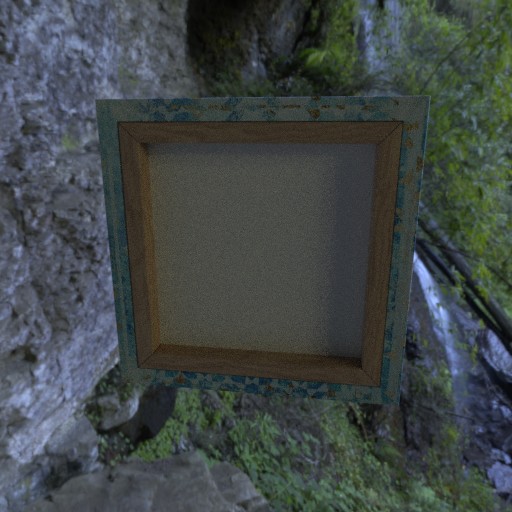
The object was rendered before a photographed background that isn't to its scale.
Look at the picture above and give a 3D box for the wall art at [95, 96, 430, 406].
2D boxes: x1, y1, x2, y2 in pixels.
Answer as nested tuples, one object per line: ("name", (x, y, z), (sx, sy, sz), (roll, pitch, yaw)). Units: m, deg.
("wall art", (0.000, 0.000, 0.603), (0.405, 0.405, 0.037), (2, 16, 8))
